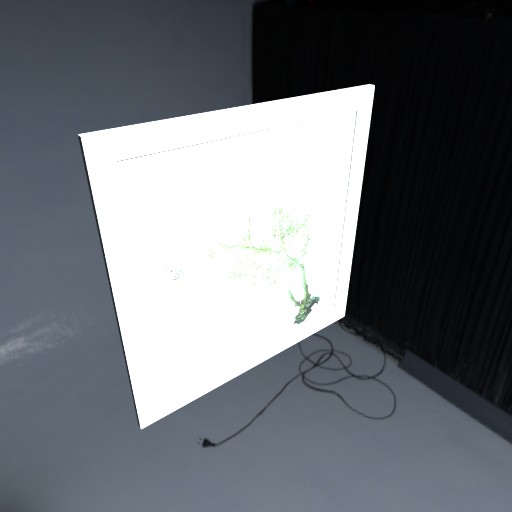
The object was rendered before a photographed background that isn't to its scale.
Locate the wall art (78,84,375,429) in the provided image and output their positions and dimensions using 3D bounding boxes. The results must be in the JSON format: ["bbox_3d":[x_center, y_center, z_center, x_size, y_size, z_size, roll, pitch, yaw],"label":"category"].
[{"bbox_3d":[0.000,0.000,0.888,0.584,0.584,0.013,-22,37,-31],"label":"wall art"}]
